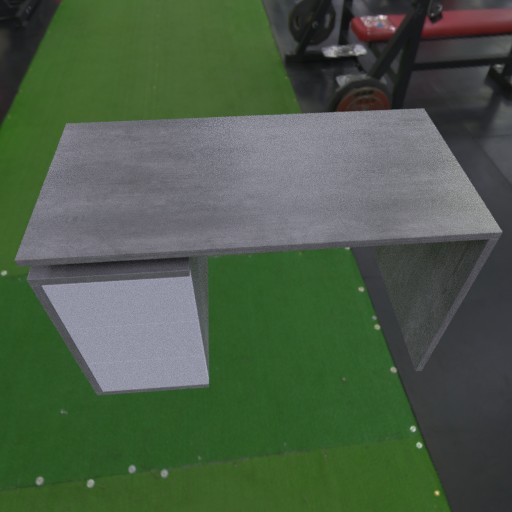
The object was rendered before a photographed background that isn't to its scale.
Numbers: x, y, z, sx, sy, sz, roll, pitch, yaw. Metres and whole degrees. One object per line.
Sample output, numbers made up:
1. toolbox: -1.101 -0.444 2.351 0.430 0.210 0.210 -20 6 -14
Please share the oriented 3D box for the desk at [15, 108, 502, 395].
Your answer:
1. desk: 0.000 0.000 1.560 1.200 0.740 0.600 -3 48 -3
